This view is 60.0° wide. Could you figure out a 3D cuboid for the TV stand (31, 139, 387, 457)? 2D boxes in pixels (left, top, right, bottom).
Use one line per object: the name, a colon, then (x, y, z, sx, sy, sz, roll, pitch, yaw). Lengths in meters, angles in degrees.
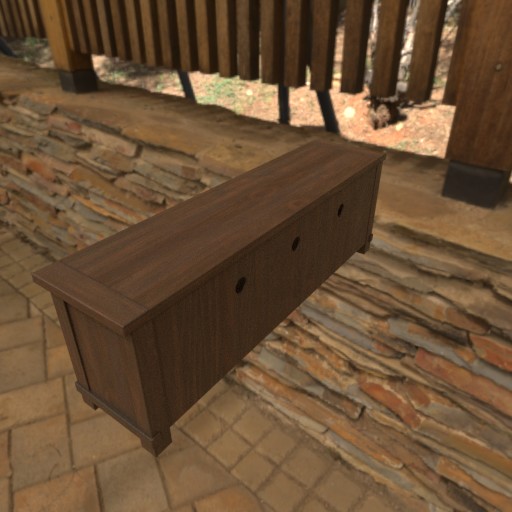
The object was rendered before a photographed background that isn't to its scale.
TV stand: (0.000, 0.000, 2.134, 0.471, 0.615, 1.866, 21, 37, 30)
